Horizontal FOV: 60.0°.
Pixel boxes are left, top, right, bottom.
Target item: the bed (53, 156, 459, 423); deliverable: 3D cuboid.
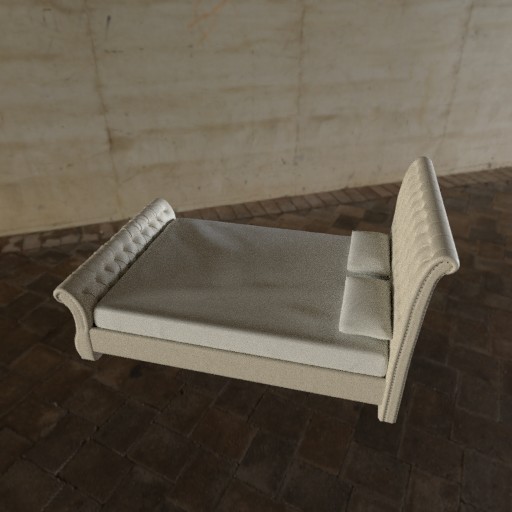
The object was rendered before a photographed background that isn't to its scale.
[{"bbox_3d":[0.000,0.000,3.431,2.493,1.268,1.606,7,32,12],"label":"bed"}]
